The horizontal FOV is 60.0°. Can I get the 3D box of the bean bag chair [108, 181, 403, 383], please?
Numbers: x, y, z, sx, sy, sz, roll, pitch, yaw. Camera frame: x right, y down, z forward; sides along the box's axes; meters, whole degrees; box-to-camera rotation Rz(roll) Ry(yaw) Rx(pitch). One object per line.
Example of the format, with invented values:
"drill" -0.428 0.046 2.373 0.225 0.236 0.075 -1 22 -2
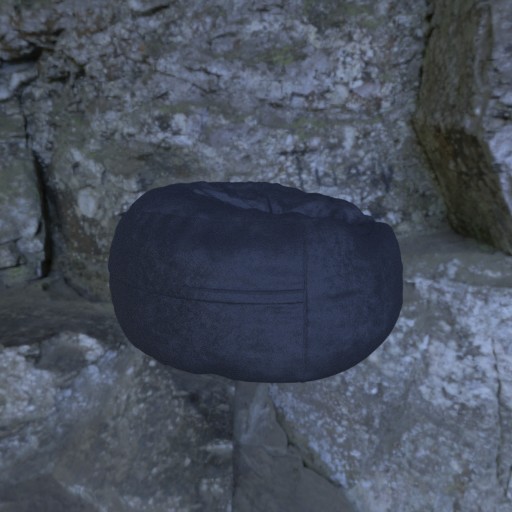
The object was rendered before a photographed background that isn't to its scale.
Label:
"bean bag chair" 0.000 0.000 2.382 1.525 0.751 1.525 0 14 0
